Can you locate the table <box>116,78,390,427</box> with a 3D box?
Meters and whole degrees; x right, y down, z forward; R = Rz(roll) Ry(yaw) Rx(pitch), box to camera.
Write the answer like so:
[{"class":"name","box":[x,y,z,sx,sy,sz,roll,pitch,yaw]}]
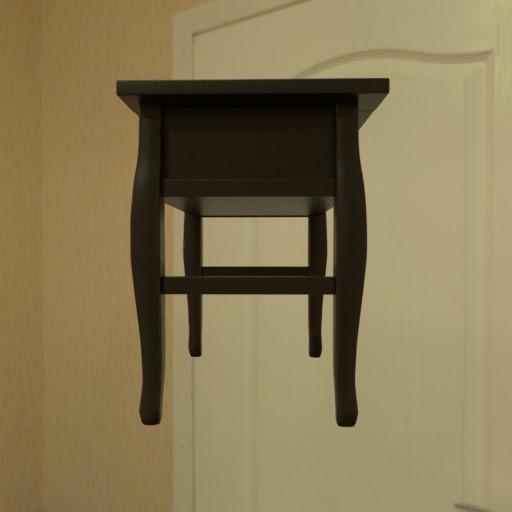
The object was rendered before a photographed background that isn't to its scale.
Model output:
[{"class":"table","box":[0.000,0.000,1.047,0.460,0.604,0.602,0,1,1]}]
